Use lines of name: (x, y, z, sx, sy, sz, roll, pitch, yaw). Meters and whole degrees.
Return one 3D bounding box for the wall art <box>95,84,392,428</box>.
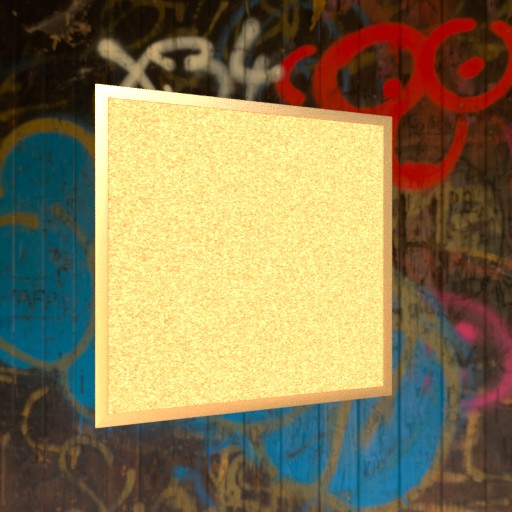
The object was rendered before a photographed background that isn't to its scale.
wall art: (0.000, 0.000, 0.750, 0.510, 0.509, 0.037, 0, 0, -18)
